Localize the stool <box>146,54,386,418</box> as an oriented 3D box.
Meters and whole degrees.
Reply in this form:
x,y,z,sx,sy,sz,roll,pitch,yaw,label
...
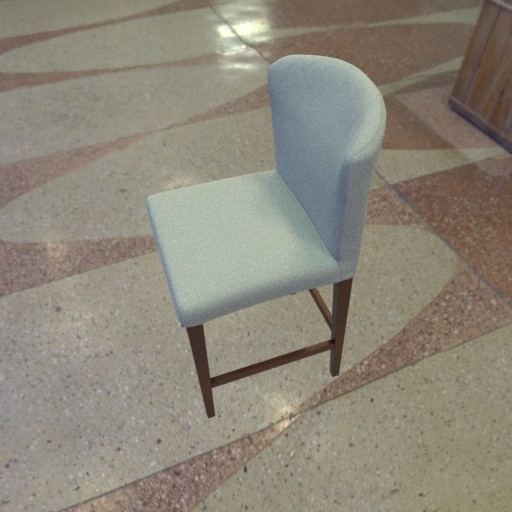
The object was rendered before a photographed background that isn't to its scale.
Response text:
x,y,z,sx,sy,sz,roll,pitch,yaw,label
0.000,0.000,1.374,0.568,1.069,0.479,-15,49,-13,stool
